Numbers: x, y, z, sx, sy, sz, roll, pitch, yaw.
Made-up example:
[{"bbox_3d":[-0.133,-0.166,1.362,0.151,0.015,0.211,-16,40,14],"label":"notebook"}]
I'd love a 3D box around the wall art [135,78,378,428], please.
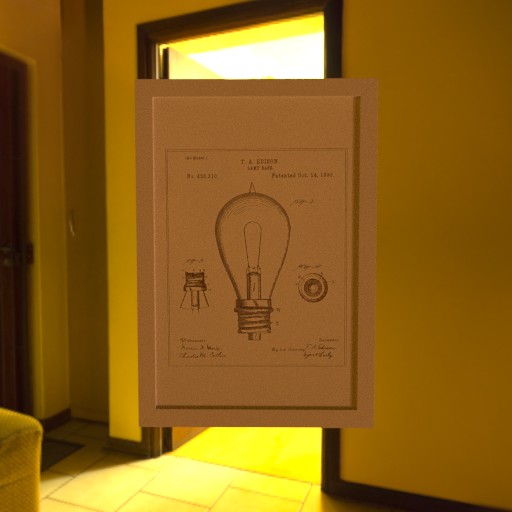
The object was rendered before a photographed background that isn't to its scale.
[{"bbox_3d":[0.000,0.000,0.607,0.325,0.474,0.010,0,3,1],"label":"wall art"}]
